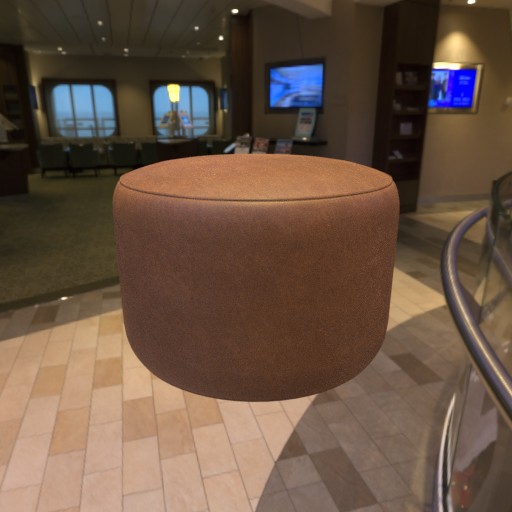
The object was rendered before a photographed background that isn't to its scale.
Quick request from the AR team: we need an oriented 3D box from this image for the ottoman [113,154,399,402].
[{"bbox_3d":[0.000,0.000,1.019,0.607,0.438,0.607,0,18,0],"label":"ottoman"}]
